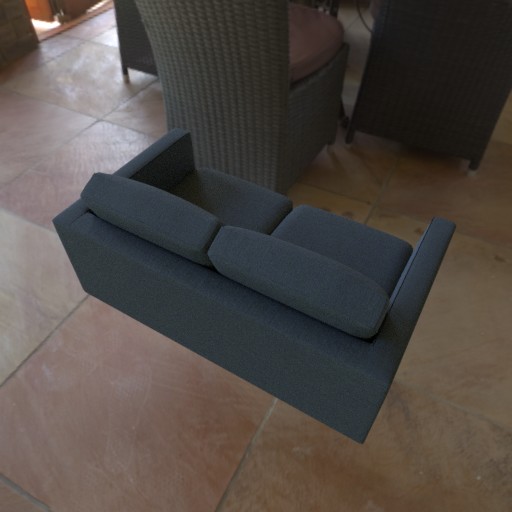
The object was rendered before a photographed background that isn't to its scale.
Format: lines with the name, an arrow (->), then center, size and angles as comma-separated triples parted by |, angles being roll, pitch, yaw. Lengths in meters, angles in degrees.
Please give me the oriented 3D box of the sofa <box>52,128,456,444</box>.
sofa -> 0.000, 0.000, 2.280 | 1.659, 0.907, 0.999 | 23, 51, 20
